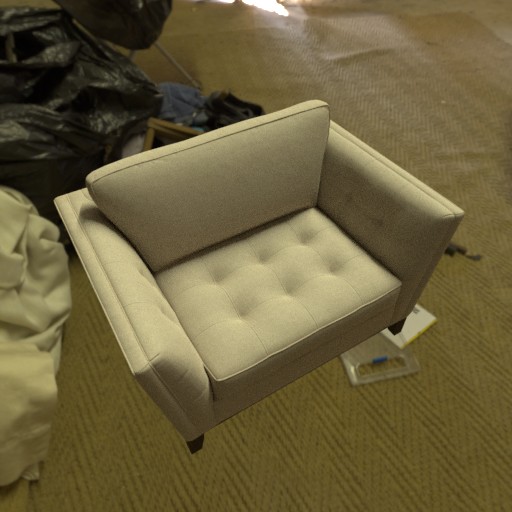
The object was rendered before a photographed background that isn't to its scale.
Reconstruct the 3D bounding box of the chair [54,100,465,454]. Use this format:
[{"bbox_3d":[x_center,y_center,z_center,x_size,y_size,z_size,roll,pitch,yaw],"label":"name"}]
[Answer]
[{"bbox_3d":[0.000,0.000,2.014,1.397,0.940,0.965,-23,50,-21],"label":"chair"}]
